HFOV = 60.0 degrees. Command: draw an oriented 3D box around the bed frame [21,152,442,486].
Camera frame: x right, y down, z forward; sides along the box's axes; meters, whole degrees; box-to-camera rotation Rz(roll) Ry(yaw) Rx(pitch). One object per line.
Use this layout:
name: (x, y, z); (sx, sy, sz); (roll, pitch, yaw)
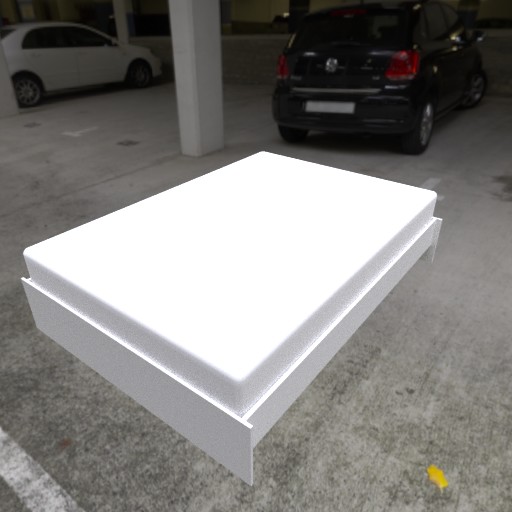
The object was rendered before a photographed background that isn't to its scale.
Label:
bed frame: (0.000, 0.000, 2.518); (1.445, 0.497, 1.945); (21, 37, 31)
